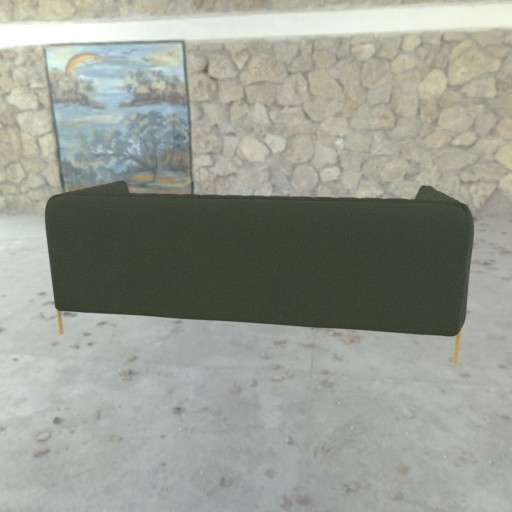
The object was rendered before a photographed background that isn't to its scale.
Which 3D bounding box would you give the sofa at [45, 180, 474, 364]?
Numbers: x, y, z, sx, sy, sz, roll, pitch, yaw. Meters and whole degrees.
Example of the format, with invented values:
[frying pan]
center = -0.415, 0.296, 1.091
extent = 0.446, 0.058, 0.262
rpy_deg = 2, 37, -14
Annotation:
[sofa]
center = 0.000, 0.000, 2.577
extent = 2.137, 0.793, 0.896
rpy_deg = 2, 15, 9
